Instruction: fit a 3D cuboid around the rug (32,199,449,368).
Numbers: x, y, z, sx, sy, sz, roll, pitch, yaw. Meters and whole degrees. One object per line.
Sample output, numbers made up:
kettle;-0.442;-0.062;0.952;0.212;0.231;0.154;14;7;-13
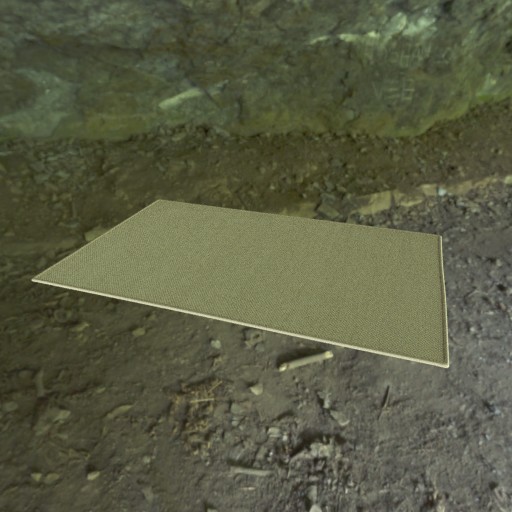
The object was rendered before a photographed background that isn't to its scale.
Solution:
rug;0.000;0.000;2.101;1.676;0.013;1.067;9;28;17
